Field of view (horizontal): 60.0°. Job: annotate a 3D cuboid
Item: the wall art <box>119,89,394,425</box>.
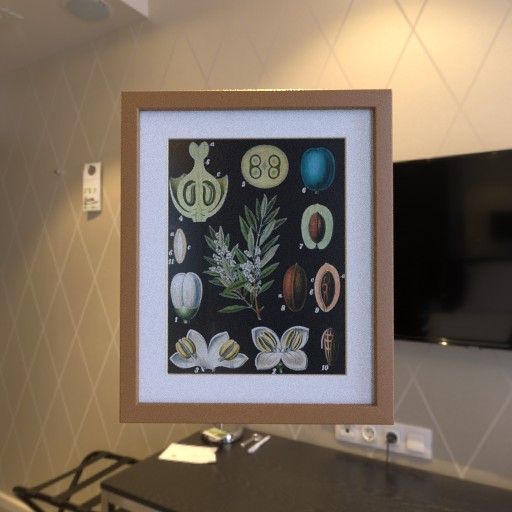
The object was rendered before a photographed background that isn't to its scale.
[{"bbox_3d":[0.000,0.000,0.509,0.310,0.379,0.015,0,-1,1],"label":"wall art"}]
